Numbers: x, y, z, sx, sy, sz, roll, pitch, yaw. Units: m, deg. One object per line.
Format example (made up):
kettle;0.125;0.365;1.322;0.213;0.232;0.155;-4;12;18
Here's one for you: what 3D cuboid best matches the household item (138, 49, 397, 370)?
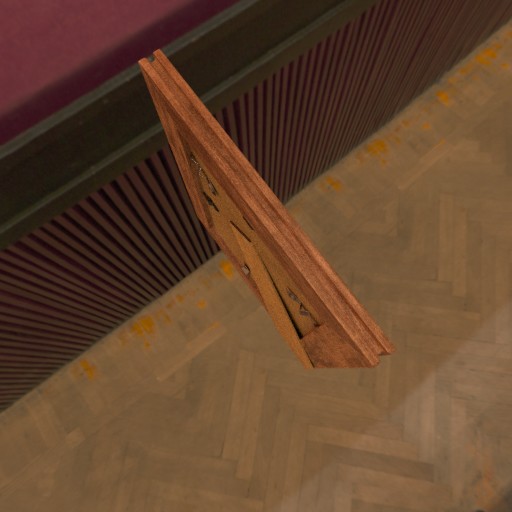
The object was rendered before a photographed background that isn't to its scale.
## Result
household item;0.000;0.000;0.321;0.018;0.237;0.186;-35;78;-8
